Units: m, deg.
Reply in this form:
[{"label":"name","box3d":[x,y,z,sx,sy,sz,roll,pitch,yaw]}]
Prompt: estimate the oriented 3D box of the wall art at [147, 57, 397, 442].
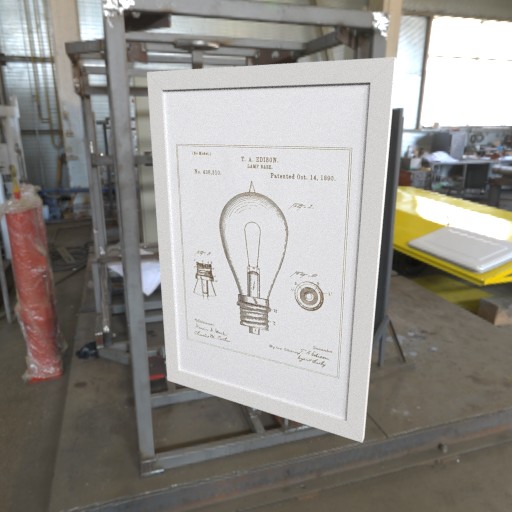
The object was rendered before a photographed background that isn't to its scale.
[{"label":"wall art","box3d":[0.000,0.000,0.598,0.325,0.474,0.010,9,19,26]}]
